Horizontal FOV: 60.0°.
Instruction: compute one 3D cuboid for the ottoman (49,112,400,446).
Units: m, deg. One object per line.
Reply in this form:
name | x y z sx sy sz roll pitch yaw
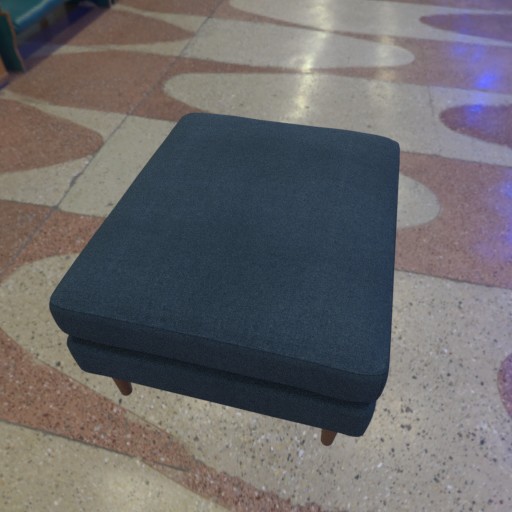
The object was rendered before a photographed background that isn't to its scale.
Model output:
ottoman | 0.000 0.000 1.231 0.693 0.474 0.821 10 47 10
